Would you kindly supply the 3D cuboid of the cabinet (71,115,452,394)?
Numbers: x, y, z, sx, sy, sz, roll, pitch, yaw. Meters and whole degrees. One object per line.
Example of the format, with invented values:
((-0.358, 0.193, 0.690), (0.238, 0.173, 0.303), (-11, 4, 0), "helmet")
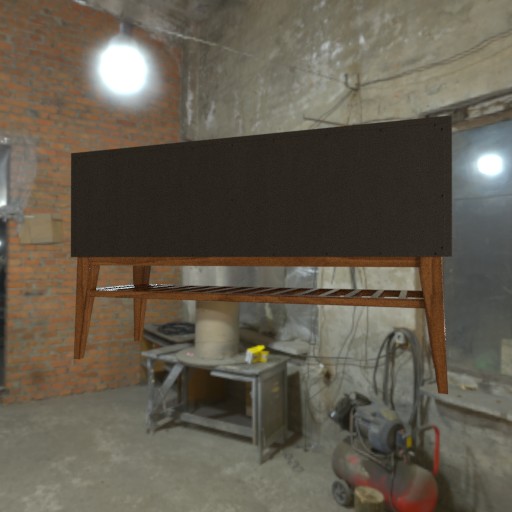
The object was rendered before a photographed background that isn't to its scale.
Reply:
((0.000, 0.000, 1.722), (1.363, 0.802, 0.477), (0, 0, 20), "cabinet")
